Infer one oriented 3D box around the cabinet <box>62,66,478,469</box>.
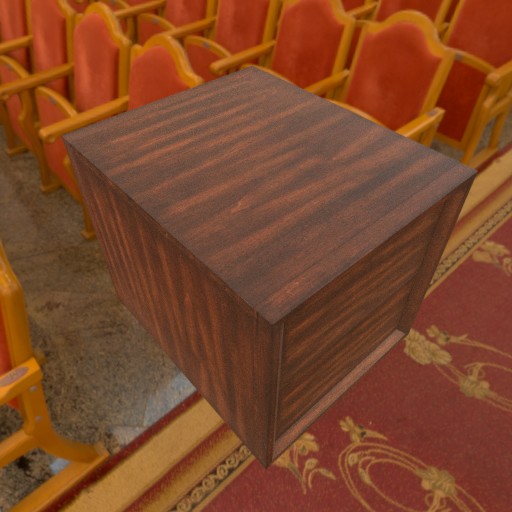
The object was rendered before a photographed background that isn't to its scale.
[{"bbox_3d":[0.000,0.000,0.830,0.402,0.455,0.500,-32,54,-28],"label":"cabinet"}]
